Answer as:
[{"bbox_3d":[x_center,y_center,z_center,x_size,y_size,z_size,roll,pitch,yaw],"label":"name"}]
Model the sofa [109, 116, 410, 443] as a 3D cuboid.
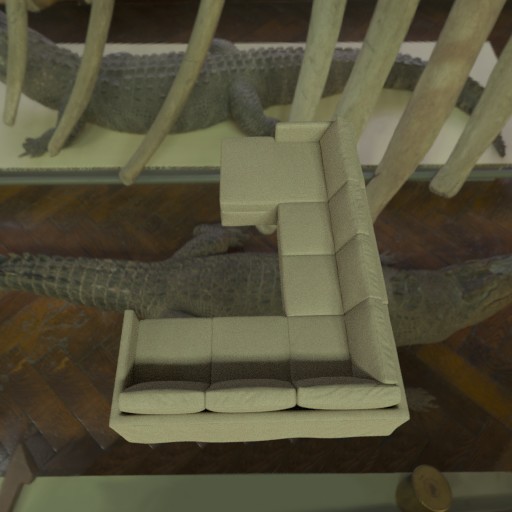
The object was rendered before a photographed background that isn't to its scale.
[{"bbox_3d":[0.000,0.000,4.654,2.476,0.878,3.528,-1,58,-1],"label":"sofa"}]
